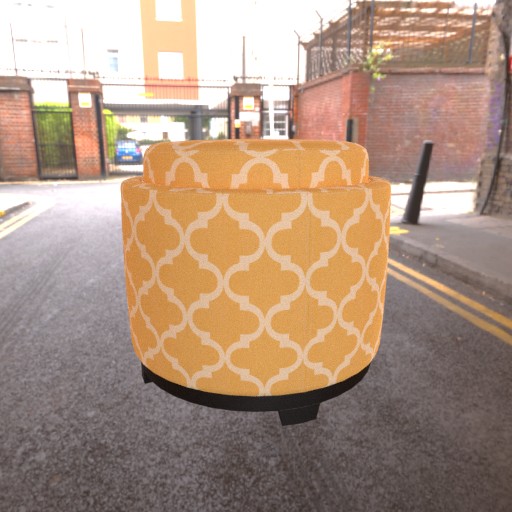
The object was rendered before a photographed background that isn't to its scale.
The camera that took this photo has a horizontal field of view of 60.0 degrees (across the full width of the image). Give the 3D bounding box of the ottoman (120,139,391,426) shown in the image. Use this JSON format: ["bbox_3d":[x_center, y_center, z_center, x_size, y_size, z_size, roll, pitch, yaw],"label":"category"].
[{"bbox_3d":[0.000,0.000,0.841,0.480,0.429,0.480,0,14,0],"label":"ottoman"}]
